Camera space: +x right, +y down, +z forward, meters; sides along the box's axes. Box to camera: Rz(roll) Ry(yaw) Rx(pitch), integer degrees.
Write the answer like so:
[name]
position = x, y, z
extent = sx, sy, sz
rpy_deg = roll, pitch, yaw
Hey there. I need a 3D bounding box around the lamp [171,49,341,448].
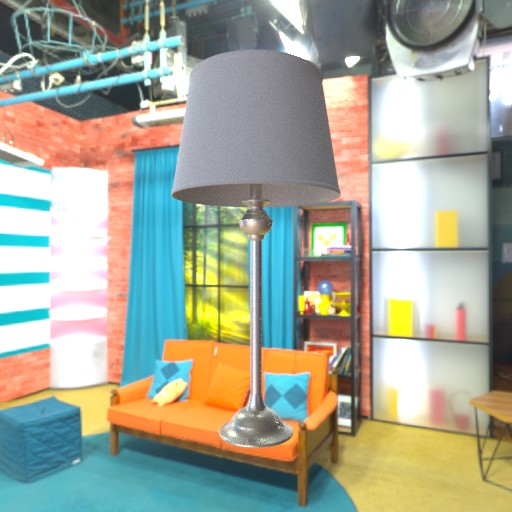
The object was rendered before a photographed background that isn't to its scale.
[lamp]
position = 0.000, 0.000, 0.879
extent = 0.331, 0.698, 0.331
rpy_deg = 0, 0, 0
